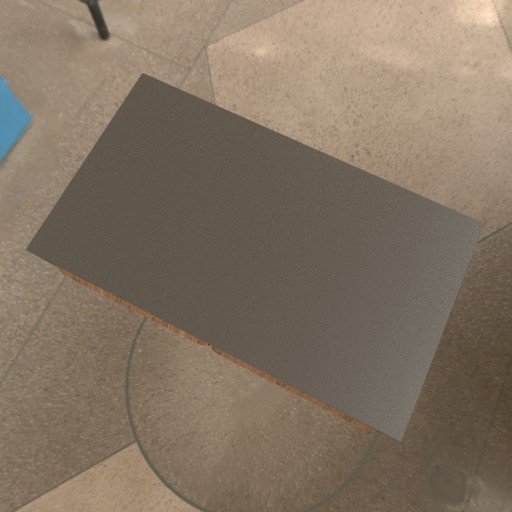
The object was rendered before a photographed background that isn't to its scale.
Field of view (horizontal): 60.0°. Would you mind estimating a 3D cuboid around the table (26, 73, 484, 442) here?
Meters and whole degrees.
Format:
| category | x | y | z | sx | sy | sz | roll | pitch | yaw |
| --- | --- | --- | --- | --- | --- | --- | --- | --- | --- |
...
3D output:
| category | x | y | z | sx | sy | sz | roll | pitch | yaw |
| --- | --- | --- | --- | --- | --- | --- | --- | --- | --- |
| table | 0.000 | 0.000 | 1.526 | 1.201 | 0.404 | 0.703 | 26 | 76 | 7 |
